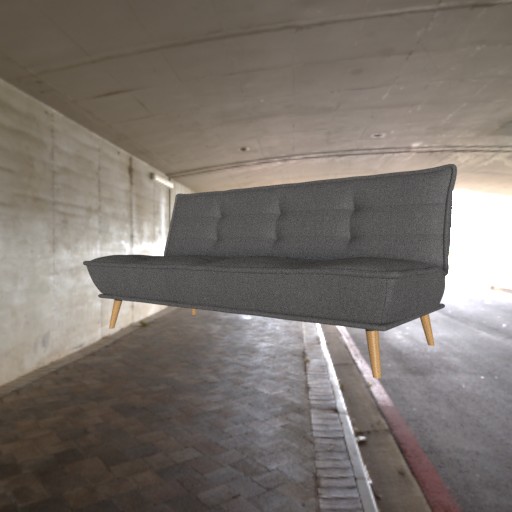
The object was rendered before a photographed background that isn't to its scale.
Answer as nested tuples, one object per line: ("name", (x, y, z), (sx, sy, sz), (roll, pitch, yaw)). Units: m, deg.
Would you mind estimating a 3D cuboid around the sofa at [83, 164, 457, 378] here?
("sofa", (0.000, 0.000, 2.456), (1.940, 0.890, 0.950), (1, 1, 37))
